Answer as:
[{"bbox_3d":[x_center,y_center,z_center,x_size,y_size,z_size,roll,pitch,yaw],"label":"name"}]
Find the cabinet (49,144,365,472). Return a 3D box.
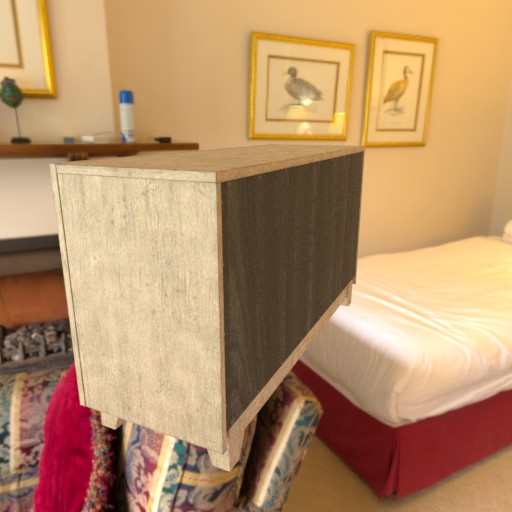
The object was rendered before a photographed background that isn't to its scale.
[{"bbox_3d":[0.000,0.000,1.800,0.511,0.825,1.460,8,18,24],"label":"cabinet"}]
